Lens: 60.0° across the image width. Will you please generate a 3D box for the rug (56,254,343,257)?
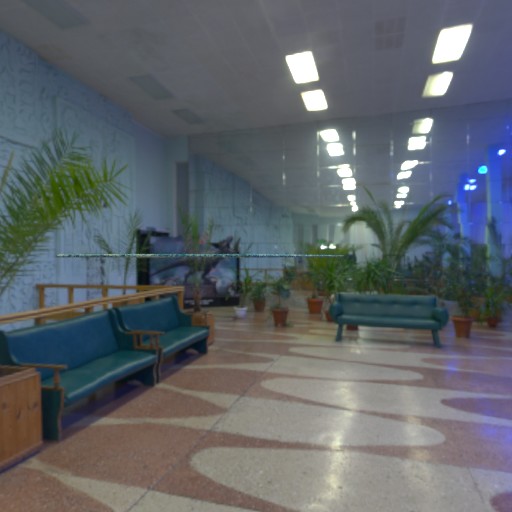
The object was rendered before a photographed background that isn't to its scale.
[{"bbox_3d":[0.000,0.000,2.655,0.750,0.011,2.435,0,0,18],"label":"rug"}]
